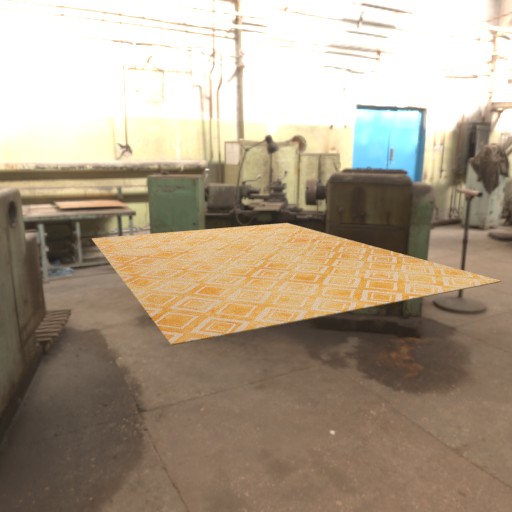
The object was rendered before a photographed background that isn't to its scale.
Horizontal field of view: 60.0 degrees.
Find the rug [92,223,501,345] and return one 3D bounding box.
[{"bbox_3d":[0.000,0.000,3.977,2.433,0.011,3.037,-6,15,-26],"label":"rug"}]
